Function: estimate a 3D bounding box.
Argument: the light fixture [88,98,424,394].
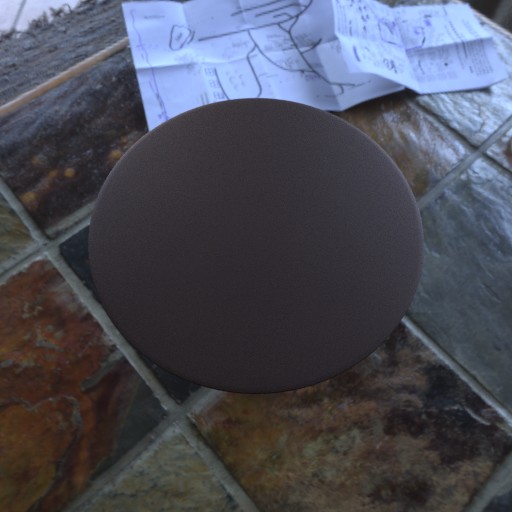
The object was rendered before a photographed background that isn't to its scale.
[{"bbox_3d":[0.000,0.000,0.434,0.280,0.135,0.280,0,65,0],"label":"light fixture"}]
